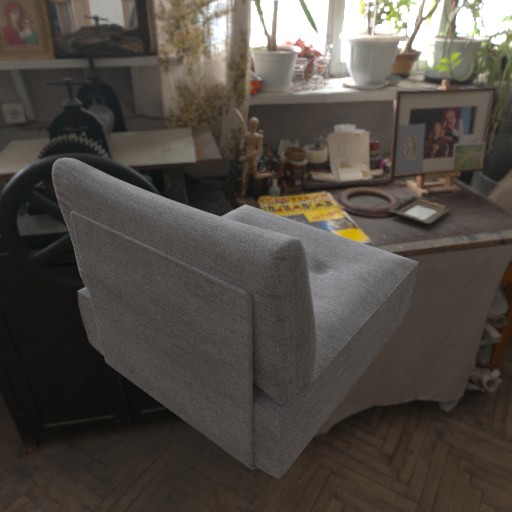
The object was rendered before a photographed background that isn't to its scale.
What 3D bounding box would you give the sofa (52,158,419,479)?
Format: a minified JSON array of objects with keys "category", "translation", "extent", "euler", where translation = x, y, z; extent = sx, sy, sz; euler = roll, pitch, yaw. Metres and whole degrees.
[{"category":"sofa","translation":[0.000,0.000,1.678],"extent":[0.930,0.820,1.000],"euler":[22,38,32]}]
